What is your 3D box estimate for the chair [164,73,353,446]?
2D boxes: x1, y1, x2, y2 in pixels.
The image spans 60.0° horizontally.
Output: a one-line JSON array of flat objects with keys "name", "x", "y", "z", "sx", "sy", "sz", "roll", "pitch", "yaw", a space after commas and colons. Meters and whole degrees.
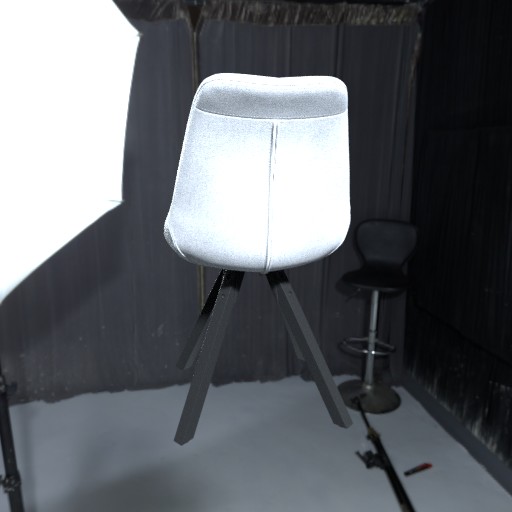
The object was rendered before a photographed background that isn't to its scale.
[{"name": "chair", "x": 0.000, "y": 0.000, "z": 1.208, "sx": 0.485, "sy": 0.850, "sz": 0.550, "roll": -2, "pitch": 13, "yaw": -10}]
